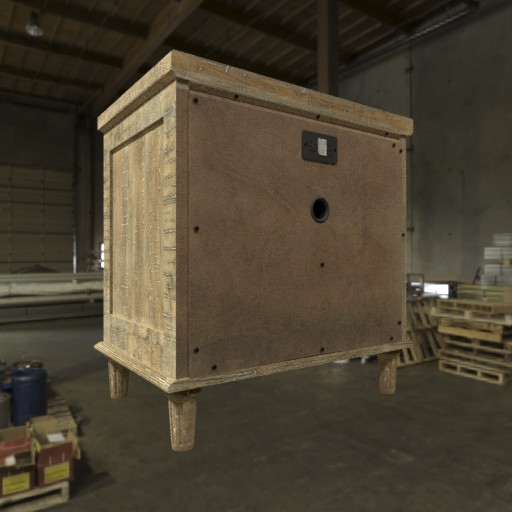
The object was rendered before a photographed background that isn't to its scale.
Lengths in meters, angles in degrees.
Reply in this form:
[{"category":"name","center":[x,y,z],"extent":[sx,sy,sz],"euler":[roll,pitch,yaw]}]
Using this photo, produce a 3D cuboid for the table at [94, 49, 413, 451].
[{"category":"table","center":[0.000,0.000,1.137],"extent":[0.686,0.711,0.457],"euler":[0,0,-35]}]
